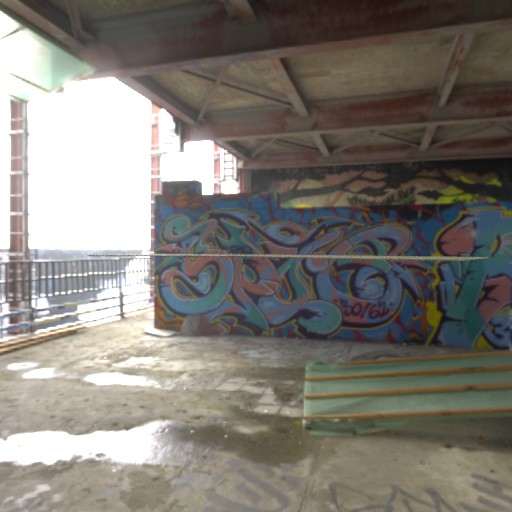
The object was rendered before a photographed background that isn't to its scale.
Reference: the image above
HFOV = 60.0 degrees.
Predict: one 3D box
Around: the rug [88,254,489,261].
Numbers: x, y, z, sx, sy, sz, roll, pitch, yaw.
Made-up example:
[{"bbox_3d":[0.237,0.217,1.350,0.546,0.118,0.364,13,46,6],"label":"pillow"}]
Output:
[{"bbox_3d":[0.000,0.000,2.583,2.340,0.013,0.686,1,1,36],"label":"rug"}]
